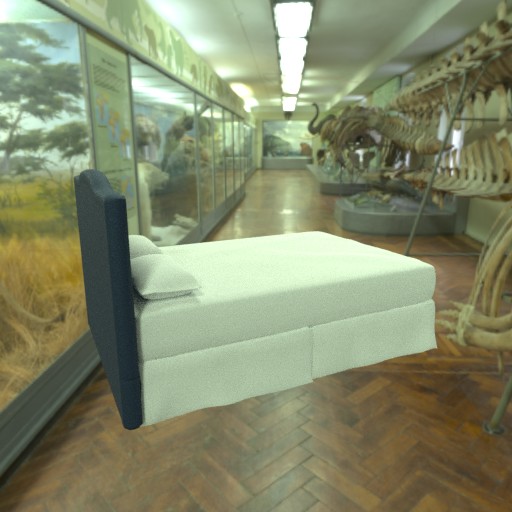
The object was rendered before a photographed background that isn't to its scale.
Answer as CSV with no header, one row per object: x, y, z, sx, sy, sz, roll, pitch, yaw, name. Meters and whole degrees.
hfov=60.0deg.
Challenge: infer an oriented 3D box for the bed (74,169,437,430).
0.000,0.000,3.596,2.507,1.441,1.741,-7,16,-26,bed
